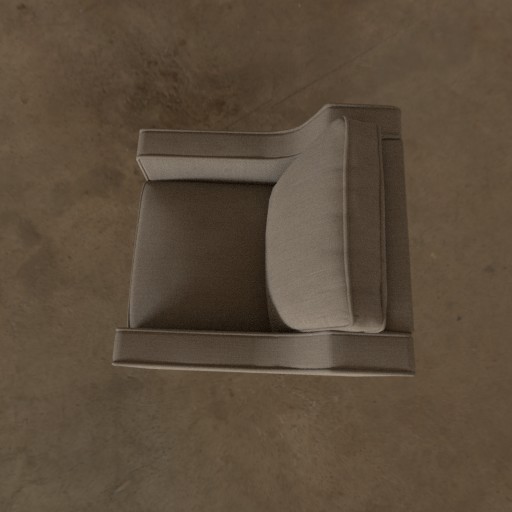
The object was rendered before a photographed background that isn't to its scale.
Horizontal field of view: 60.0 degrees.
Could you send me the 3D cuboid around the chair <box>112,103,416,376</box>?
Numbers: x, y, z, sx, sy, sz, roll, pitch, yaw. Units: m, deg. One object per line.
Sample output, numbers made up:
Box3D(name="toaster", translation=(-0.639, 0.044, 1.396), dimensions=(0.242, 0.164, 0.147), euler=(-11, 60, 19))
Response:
Box3D(name="chair", translation=(0.000, 0.000, 1.634), dimensions=(0.909, 0.960, 0.831), euler=(2, 75, 1))
